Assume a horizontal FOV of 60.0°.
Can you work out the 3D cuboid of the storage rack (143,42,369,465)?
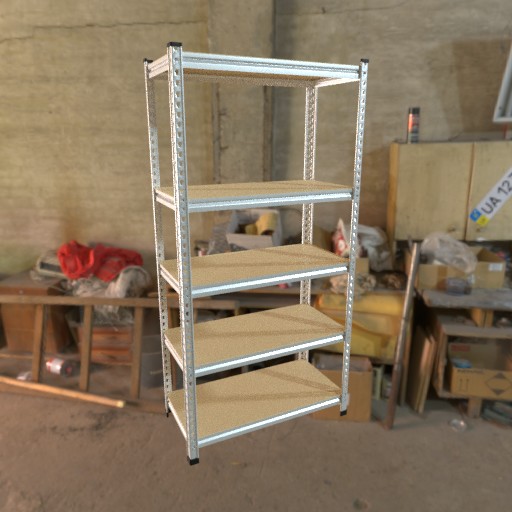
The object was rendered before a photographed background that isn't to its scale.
[{"bbox_3d":[0.000,0.000,2.232,0.914,1.829,0.457,-7,17,-25],"label":"storage rack"}]
